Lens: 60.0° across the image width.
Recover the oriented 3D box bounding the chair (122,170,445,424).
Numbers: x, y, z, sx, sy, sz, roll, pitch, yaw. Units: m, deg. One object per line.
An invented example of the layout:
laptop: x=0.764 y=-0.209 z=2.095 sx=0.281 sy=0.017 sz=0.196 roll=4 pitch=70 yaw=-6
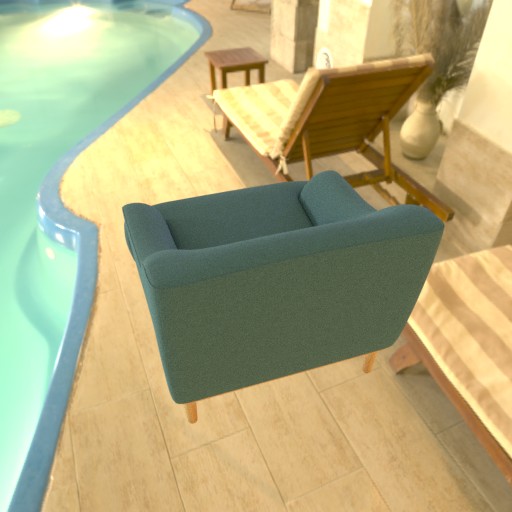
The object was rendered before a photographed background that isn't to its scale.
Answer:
chair: x=0.000 y=0.000 z=1.696 sx=0.946 sy=0.818 sz=0.951 roll=-12 pitch=42 yaw=-13
